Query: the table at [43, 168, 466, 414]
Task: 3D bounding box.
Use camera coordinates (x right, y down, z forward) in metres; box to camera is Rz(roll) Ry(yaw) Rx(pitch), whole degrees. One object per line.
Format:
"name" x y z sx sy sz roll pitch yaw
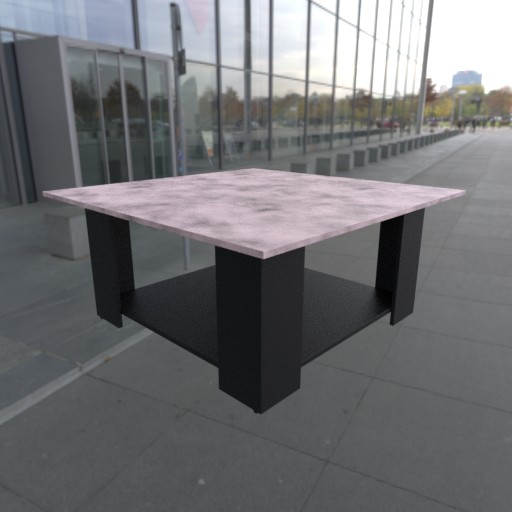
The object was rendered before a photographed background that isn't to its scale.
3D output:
"table" 0.000 0.000 1.036 0.670 0.305 0.670 16 23 41
